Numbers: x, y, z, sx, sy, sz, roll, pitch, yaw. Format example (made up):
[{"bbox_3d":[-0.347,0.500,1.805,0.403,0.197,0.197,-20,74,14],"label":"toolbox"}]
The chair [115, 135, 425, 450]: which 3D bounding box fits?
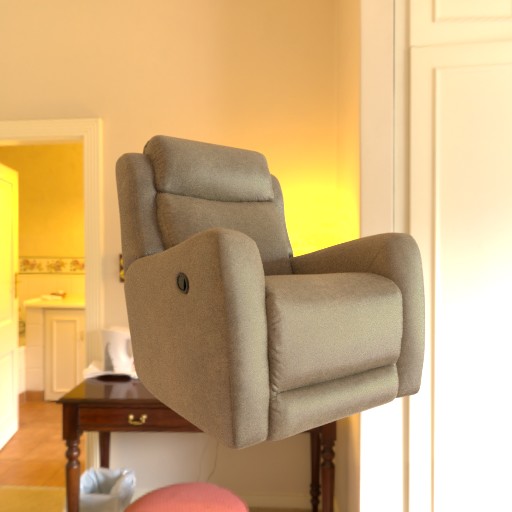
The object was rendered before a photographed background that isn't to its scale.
[{"bbox_3d":[0.000,0.000,1.901,0.965,1.116,1.068,0,0,-36],"label":"chair"}]
